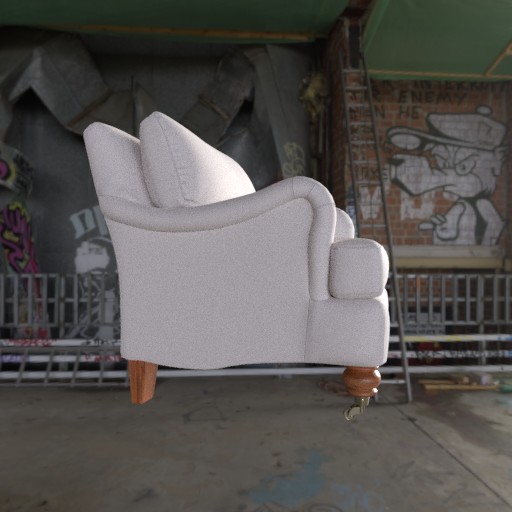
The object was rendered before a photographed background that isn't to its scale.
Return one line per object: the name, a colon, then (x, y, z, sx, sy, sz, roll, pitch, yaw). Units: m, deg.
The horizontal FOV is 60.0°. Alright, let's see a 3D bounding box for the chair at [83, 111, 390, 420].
chair: (0.000, 0.000, 1.863, 1.070, 1.038, 0.955, 0, -1, 16)
